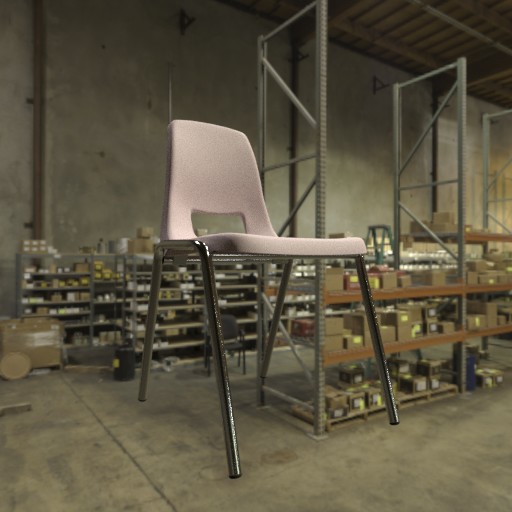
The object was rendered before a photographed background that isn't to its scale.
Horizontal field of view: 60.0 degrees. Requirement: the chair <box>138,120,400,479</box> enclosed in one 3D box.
[{"bbox_3d":[0.000,0.000,0.923,0.381,0.653,0.436,0,0,-35],"label":"chair"}]
